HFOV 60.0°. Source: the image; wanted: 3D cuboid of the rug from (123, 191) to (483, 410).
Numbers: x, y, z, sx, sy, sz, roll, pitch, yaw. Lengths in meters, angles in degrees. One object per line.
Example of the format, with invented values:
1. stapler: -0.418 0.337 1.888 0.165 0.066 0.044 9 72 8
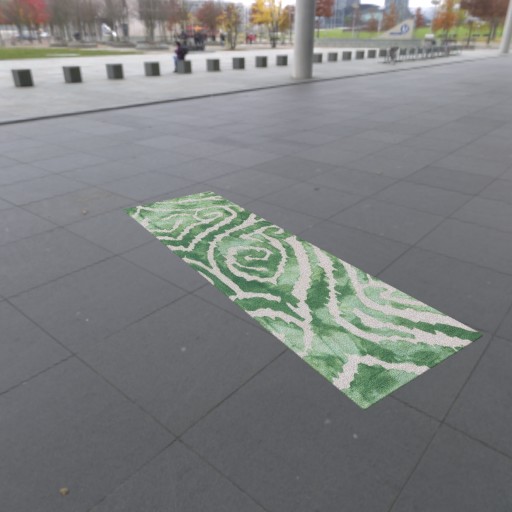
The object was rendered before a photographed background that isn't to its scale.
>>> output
1. rug: 0.000 0.000 2.666 0.761 0.006 2.438 -17 32 -31
